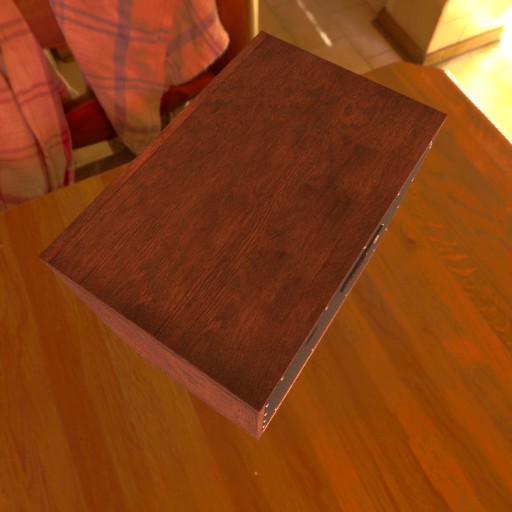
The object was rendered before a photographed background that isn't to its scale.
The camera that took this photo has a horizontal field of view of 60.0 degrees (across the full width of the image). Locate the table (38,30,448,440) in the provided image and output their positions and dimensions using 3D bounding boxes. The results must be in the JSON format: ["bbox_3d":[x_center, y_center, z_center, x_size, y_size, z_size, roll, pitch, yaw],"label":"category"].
[{"bbox_3d":[0.000,0.000,1.254,0.542,0.746,0.767,31,68,14],"label":"table"}]
